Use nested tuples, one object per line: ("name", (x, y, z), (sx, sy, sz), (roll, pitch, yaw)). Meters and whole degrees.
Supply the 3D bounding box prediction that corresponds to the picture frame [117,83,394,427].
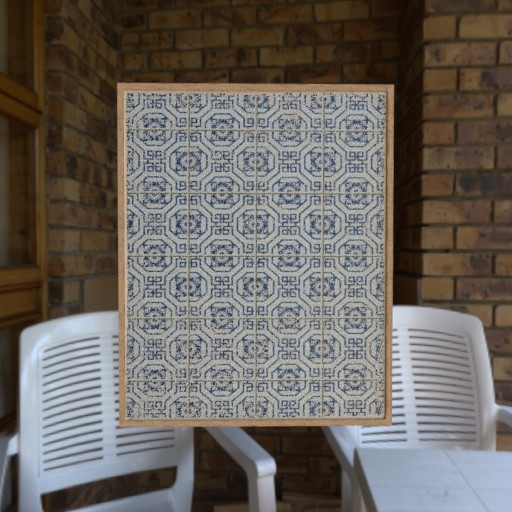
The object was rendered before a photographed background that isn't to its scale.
("picture frame", (0.000, 0.000, 0.703), (0.421, 0.526, 0.046), (0, 1, -1))
